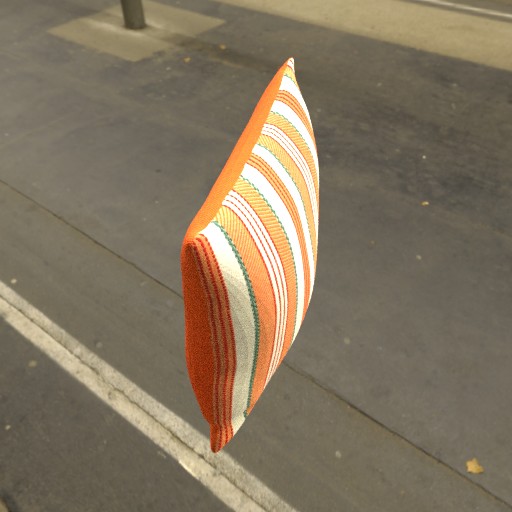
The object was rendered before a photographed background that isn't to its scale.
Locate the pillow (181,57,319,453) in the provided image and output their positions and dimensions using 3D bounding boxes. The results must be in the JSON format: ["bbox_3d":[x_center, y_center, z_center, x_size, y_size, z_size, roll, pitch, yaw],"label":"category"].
[{"bbox_3d":[0.000,0.000,0.671,0.182,0.441,0.440,11,46,10],"label":"pillow"}]
